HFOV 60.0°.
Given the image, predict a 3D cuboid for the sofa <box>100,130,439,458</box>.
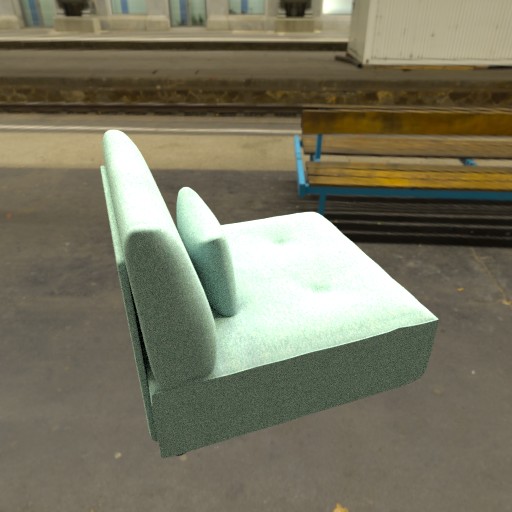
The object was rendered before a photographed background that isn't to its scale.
[{"bbox_3d":[0.000,0.000,1.689,1.000,0.820,0.930,-10,33,-17],"label":"sofa"}]
